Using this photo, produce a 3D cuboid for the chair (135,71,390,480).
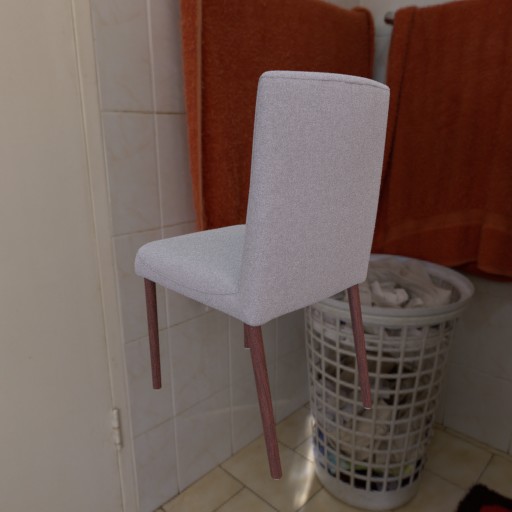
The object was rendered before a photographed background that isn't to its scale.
[{"bbox_3d":[0.000,0.000,1.188,0.456,0.859,0.570,-15,22,-42],"label":"chair"}]
